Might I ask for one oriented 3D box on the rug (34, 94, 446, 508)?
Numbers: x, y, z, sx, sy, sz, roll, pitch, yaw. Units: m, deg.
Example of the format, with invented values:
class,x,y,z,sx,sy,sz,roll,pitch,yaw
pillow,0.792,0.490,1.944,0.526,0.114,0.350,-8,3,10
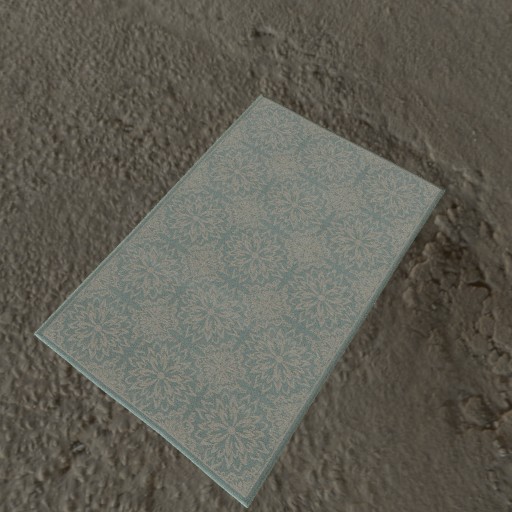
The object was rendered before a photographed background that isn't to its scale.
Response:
class,x,y,z,sx,sy,sz,roll,pitch,yaw
rug,0.000,0.000,2.226,1.219,0.012,1.840,32,68,15
